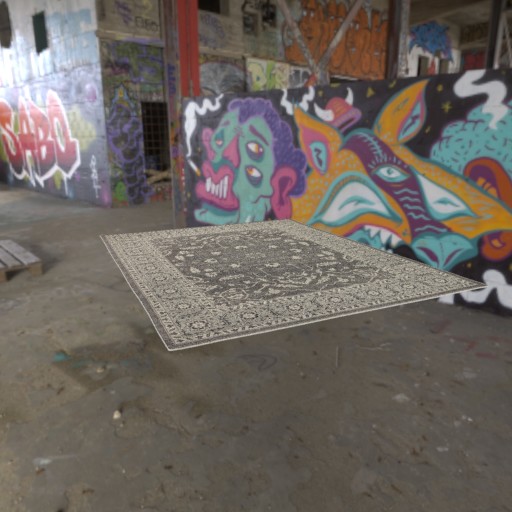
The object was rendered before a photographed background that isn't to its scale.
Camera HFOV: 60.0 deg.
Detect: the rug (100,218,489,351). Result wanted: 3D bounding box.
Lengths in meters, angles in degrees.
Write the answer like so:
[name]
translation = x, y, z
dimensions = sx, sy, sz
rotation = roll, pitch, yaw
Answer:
[rug]
translation = 0.000, 0.000, 4.164
dimensions = 2.451, 0.026, 3.069
rotation = -7, 17, -24
